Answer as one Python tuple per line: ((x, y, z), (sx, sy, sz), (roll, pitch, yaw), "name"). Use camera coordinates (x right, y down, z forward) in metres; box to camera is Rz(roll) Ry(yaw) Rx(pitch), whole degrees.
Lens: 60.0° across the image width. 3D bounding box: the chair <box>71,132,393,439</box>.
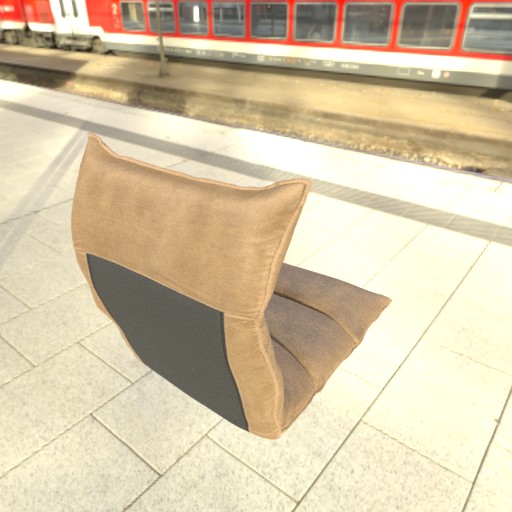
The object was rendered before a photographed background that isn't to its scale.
((0.000, 0.000, 1.548), (0.714, 0.892, 0.985), (21, 36, 31), "chair")
